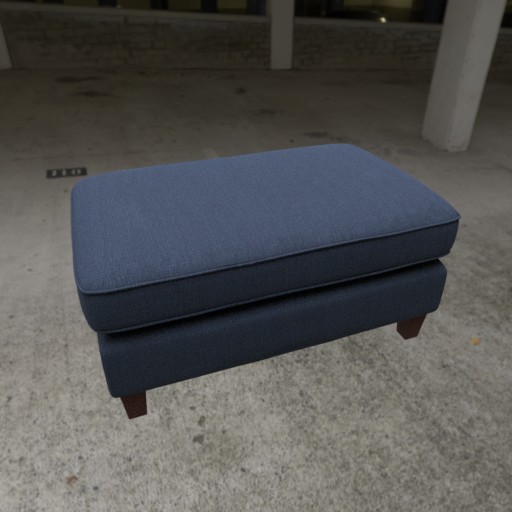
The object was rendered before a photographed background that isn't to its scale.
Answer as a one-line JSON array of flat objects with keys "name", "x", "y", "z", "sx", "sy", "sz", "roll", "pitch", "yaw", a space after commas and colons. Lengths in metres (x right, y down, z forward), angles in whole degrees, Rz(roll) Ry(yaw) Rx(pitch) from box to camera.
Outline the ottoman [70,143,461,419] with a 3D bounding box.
[{"name": "ottoman", "x": 0.000, "y": 0.000, "z": 1.212, "sx": 0.885, "sy": 0.438, "sz": 0.570, "roll": -11, "pitch": 34, "yaw": -17}]
